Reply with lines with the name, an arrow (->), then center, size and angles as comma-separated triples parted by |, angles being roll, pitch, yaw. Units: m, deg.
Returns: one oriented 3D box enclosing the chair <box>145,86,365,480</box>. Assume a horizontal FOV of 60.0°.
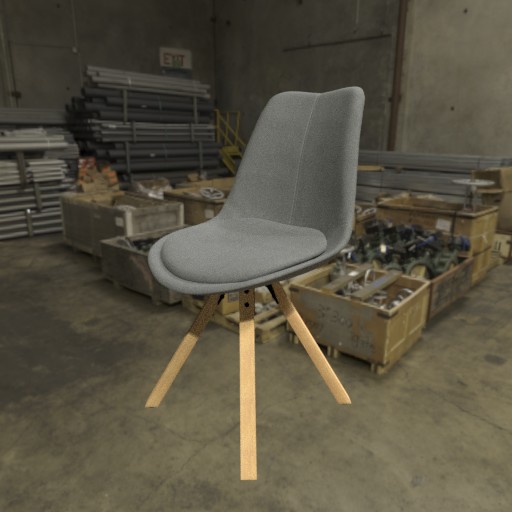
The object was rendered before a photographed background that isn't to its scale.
chair -> 0.000, 0.000, 1.180 | 0.474, 0.863, 0.549 | 15, 22, 42
